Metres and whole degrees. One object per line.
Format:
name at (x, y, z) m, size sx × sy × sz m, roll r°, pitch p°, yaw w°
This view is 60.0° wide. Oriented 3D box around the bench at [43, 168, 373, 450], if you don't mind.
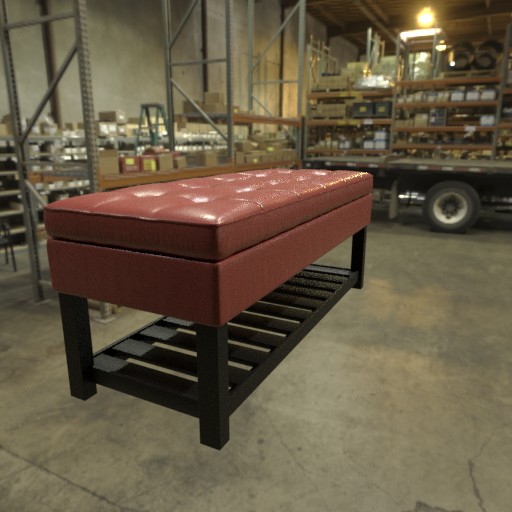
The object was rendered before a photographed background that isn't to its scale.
bench at (0.000, 0.000, 1.330) m, size 0.432 × 0.460 × 1.105 m, roll 8°, pitch 17°, yaw 26°
